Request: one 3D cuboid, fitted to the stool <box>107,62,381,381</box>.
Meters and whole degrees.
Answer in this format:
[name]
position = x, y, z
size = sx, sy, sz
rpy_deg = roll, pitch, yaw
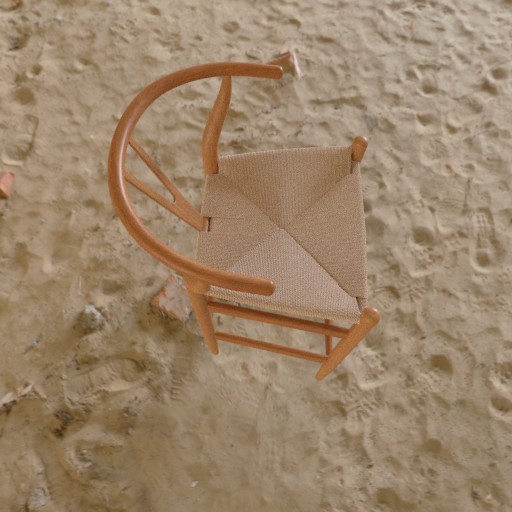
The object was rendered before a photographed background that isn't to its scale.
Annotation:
[stool]
position = 0.000, 0.000, 1.300
size = 0.579, 0.970, 0.569
rpy_deg = 3, 64, 1
